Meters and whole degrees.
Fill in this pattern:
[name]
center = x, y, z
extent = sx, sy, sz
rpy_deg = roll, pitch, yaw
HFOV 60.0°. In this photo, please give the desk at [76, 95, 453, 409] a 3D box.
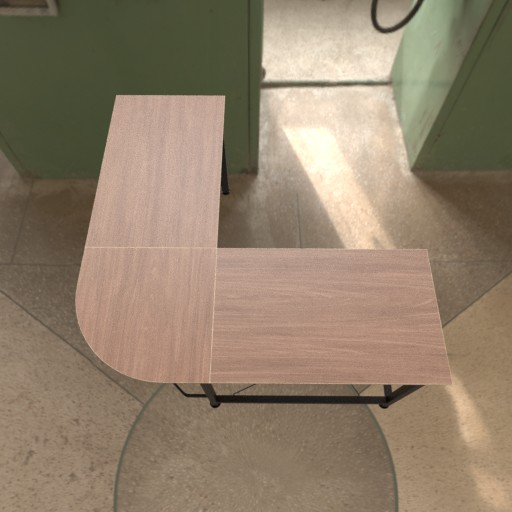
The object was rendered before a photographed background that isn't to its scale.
[desk]
center = 0.000, 0.000, 2.226
extent = 1.400, 0.762, 1.400
rpy_deg = 0, 63, 0
